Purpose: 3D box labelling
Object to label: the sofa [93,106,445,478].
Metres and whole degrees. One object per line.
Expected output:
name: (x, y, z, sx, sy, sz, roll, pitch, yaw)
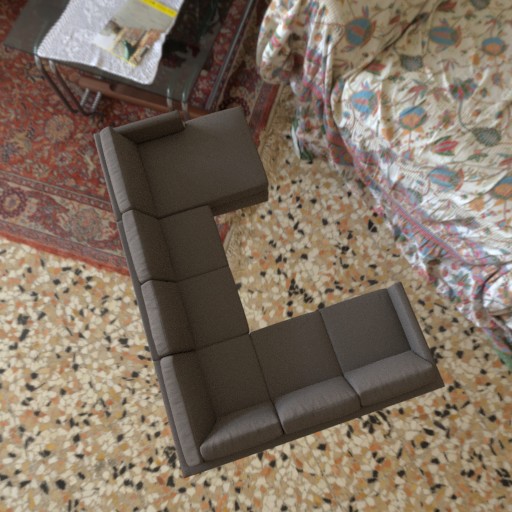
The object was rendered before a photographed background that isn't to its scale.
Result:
sofa: (0.000, 0.000, 4.494, 2.427, 0.882, 3.460, -18, 76, -5)
